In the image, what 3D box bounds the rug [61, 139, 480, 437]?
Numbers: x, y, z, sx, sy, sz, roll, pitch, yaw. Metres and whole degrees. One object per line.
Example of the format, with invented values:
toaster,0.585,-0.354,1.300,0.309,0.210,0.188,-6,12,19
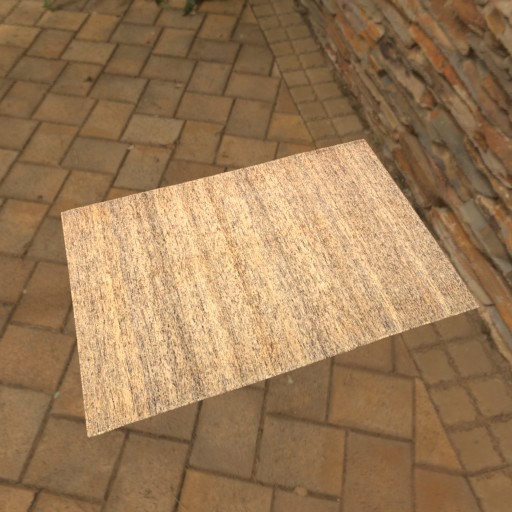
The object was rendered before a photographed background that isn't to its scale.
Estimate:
rug,0.000,0.000,2.276,1.846,0.014,1.243,-16,58,-10
